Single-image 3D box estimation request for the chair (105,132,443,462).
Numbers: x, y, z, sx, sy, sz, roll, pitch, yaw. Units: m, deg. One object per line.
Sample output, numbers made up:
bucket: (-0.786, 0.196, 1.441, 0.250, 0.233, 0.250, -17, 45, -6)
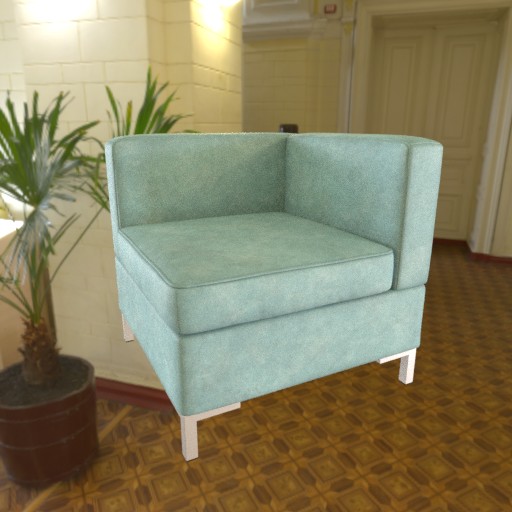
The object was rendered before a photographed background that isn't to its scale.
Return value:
chair: (0.000, 0.000, 1.245, 0.691, 0.660, 0.684, -8, 19, -26)
